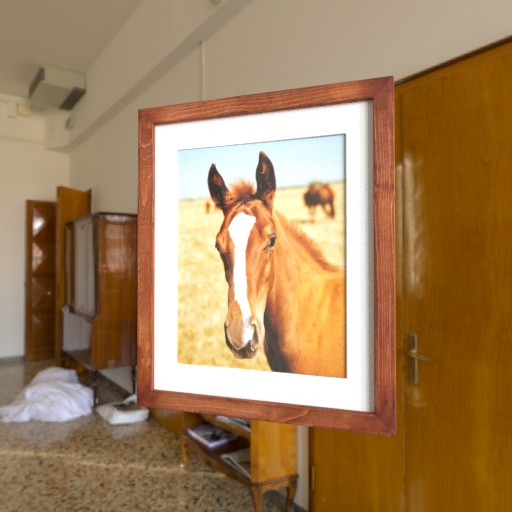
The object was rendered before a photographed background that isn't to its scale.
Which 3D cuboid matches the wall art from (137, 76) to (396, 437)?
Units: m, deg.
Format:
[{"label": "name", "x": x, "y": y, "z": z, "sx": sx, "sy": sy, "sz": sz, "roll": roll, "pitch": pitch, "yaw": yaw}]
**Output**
[{"label": "wall art", "x": 0.000, "y": 0.000, "z": 0.772, "sx": 0.462, "sy": 0.558, "sz": 0.030, "roll": 0, "pitch": -1, "yaw": 19}]
